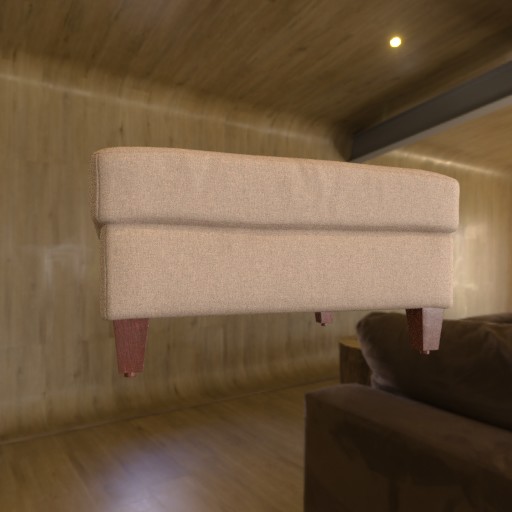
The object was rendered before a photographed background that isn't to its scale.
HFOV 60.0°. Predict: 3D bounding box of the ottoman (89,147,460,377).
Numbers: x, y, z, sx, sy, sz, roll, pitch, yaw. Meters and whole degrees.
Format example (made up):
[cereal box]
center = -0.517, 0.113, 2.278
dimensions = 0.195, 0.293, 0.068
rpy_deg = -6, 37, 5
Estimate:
[ottoman]
center = 0.000, 0.000, 1.299
dimensions = 0.902, 0.511, 0.692
rpy_deg = 0, -1, -19
